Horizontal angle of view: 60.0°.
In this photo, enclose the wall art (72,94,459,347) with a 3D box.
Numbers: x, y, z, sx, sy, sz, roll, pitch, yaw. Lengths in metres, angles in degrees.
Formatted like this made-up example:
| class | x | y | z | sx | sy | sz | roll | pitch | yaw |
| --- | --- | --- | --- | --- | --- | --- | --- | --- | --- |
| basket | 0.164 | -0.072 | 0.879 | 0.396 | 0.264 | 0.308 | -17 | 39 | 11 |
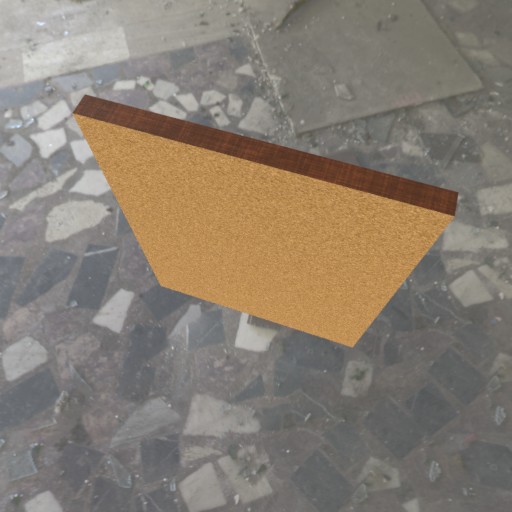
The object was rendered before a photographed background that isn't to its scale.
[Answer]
| class | x | y | z | sx | sy | sz | roll | pitch | yaw |
| --- | --- | --- | --- | --- | --- | --- | --- | --- | --- |
| wall art | 0.000 | 0.000 | 0.776 | 0.467 | 0.567 | 0.033 | 17 | 65 | 8 |
